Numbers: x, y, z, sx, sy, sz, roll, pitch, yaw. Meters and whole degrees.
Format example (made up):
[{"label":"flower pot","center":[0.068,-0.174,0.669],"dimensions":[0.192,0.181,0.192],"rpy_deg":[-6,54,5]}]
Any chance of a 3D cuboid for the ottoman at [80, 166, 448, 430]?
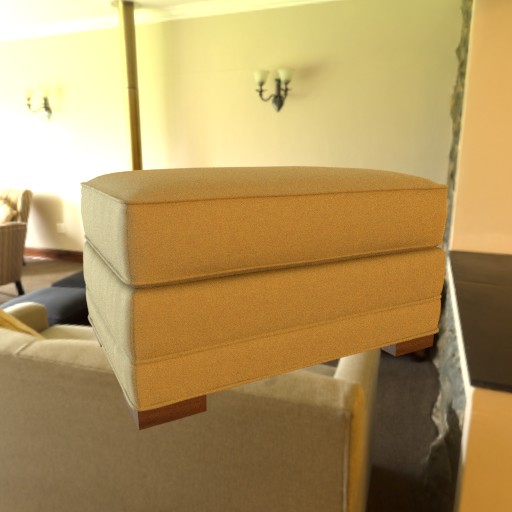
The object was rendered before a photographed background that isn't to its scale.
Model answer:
[{"label":"ottoman","center":[0.000,0.000,1.223],"dimensions":[0.848,0.482,0.611],"rpy_deg":[-7,15,-27]}]
